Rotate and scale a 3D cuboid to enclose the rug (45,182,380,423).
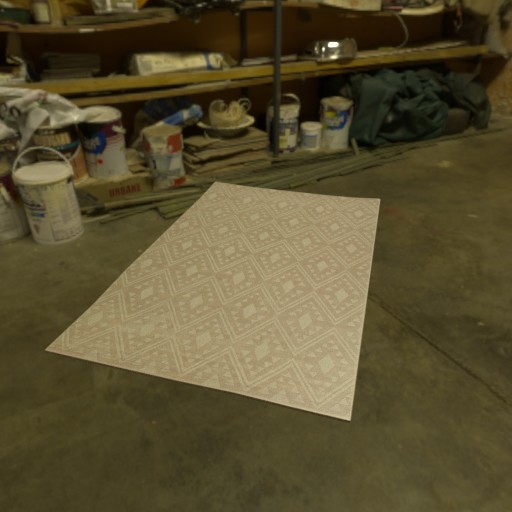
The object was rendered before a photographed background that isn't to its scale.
[{"bbox_3d":[0.000,0.000,3.070,1.553,0.053,2.430,8,31,14],"label":"rug"}]
